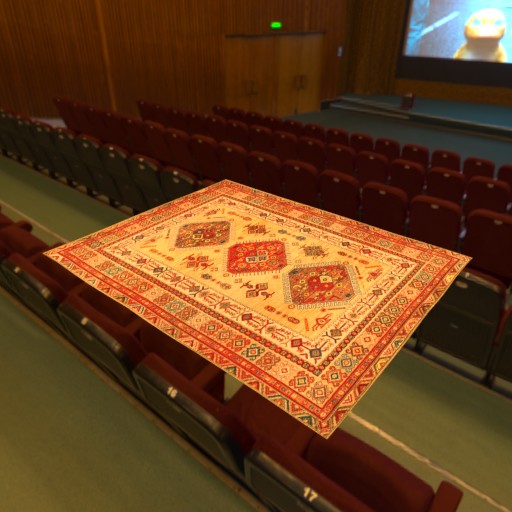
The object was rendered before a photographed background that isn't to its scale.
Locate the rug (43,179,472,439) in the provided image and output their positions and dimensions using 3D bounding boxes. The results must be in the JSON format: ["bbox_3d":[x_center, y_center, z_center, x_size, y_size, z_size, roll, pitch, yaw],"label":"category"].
[{"bbox_3d":[0.000,0.000,4.035,3.067,0.005,2.460,23,38,34],"label":"rug"}]
